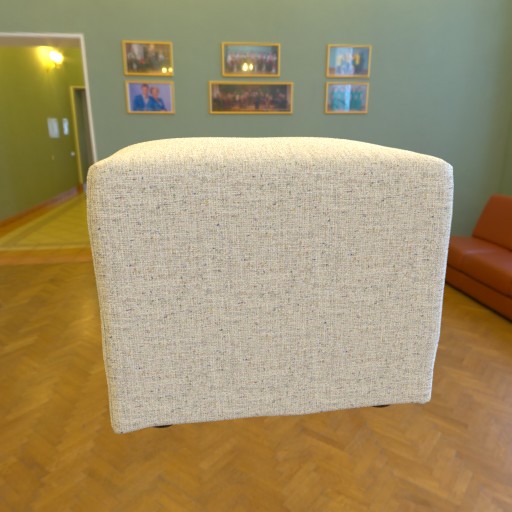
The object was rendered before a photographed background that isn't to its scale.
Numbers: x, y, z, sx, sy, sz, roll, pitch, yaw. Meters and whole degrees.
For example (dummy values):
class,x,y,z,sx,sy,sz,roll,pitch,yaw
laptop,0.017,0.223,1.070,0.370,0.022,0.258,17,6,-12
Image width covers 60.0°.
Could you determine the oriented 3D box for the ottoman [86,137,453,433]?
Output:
class,x,y,z,sx,sy,sz,roll,pitch,yaw
ottoman,0.000,0.000,0.877,0.521,0.453,0.512,-2,16,-8
